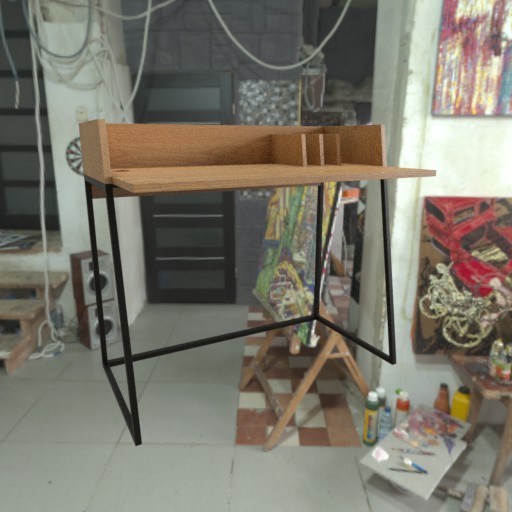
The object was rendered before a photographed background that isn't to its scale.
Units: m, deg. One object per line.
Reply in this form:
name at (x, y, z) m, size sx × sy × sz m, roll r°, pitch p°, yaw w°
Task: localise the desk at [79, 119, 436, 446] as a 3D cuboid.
desk at (0.000, 0.000, 1.842) m, size 1.191 × 1.061 × 0.769 m, roll -8°, pitch 17°, yaw -27°
